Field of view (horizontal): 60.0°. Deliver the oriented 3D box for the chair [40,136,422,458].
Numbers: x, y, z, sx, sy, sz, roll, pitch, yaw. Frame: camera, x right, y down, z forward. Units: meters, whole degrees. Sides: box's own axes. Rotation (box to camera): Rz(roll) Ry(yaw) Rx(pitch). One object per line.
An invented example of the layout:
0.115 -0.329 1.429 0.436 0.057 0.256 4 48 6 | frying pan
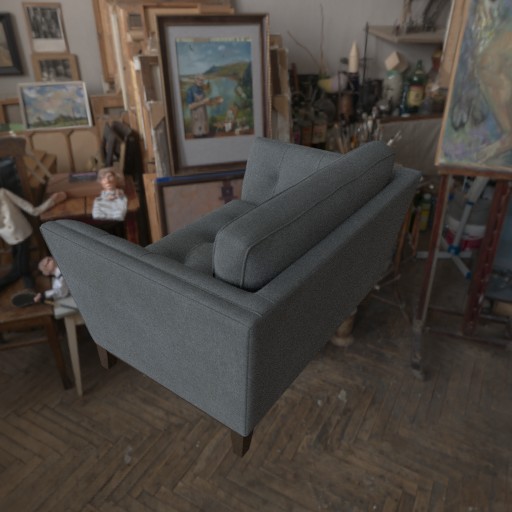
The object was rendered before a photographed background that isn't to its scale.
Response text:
0.000 0.000 2.019 0.965 0.942 1.396 20 37 30 | chair
